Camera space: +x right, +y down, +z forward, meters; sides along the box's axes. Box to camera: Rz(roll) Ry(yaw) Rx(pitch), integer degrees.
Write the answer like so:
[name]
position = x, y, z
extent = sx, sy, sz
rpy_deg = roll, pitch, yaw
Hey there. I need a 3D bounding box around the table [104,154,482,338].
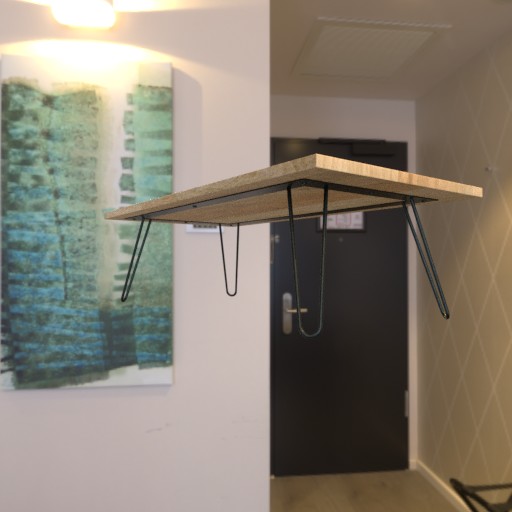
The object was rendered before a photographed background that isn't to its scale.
[table]
position = 0.000, 0.000, 1.664
extent = 0.699, 0.400, 1.348
rpy_deg = 1, -1, -37
